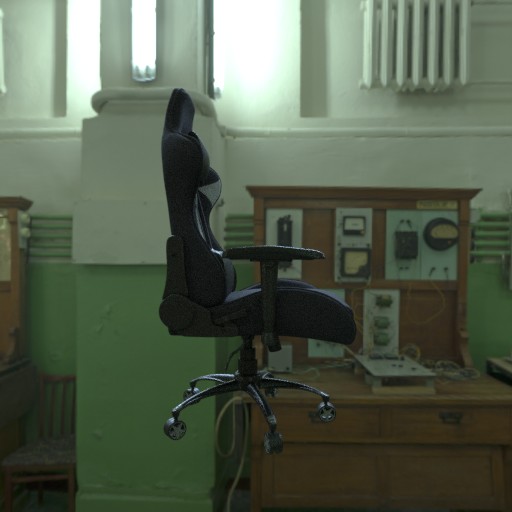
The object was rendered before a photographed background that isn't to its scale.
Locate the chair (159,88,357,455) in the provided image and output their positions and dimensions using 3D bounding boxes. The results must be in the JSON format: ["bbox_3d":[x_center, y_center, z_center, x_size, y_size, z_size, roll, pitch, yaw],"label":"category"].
[{"bbox_3d":[0.000,0.000,1.758,0.695,1.300,0.730,0,0,1],"label":"chair"}]
